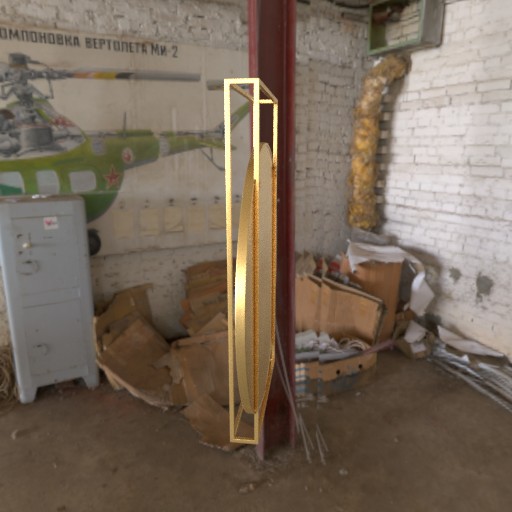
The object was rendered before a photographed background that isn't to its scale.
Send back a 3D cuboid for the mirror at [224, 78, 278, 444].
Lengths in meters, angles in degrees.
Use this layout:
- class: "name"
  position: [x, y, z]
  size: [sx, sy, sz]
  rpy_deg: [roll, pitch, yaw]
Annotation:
- class: "mirror"
  position: [0.000, 0.000, 0.860]
  size: [0.051, 0.603, 0.508]
  rpy_deg: [2, 14, 7]
